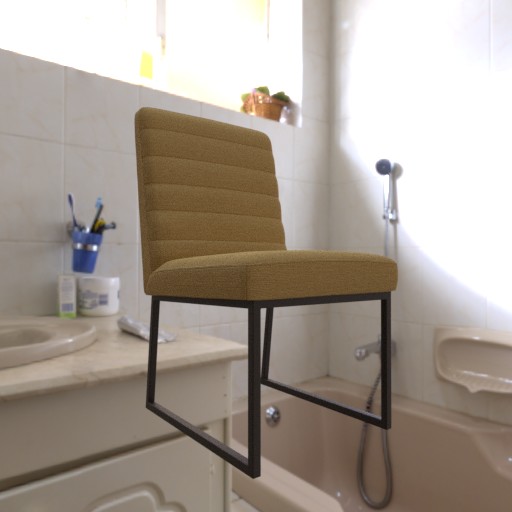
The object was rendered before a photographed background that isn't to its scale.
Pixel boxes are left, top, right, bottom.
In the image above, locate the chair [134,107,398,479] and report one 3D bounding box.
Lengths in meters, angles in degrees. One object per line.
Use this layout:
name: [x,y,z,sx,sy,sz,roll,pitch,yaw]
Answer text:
chair: [0.000,0.000,1.297,0.520,0.930,0.634,0,-1,-37]
